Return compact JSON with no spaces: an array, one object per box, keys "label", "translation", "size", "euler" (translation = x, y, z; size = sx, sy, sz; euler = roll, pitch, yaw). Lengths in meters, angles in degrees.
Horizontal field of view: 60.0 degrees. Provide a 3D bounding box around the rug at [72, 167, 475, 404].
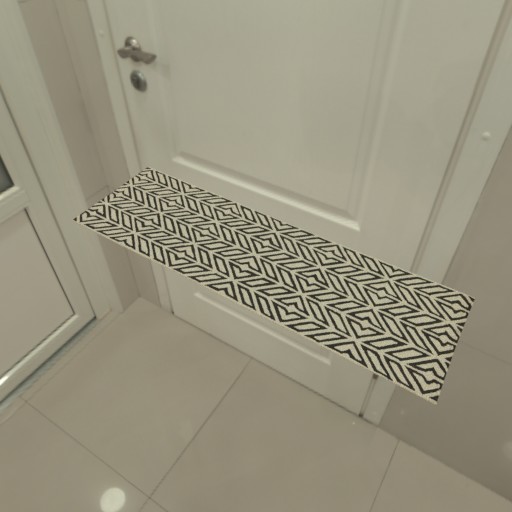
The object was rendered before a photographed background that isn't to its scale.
[{"label":"rug","translation":[0.000,0.000,2.722],"size":[2.435,0.009,0.750],"euler":[24,50,22]}]
